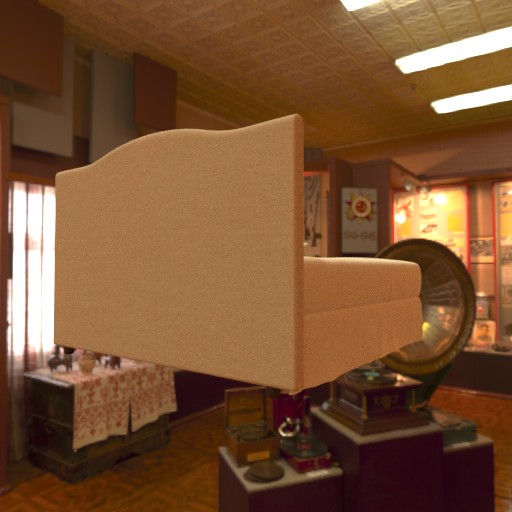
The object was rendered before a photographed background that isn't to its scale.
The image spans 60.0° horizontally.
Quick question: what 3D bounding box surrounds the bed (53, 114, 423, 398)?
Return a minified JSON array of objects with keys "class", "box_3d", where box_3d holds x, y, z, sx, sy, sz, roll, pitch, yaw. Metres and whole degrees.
[{"class":"bed","box_3d":[0.000,0.000,3.488,2.083,1.421,2.182,-1,-2,37]}]
